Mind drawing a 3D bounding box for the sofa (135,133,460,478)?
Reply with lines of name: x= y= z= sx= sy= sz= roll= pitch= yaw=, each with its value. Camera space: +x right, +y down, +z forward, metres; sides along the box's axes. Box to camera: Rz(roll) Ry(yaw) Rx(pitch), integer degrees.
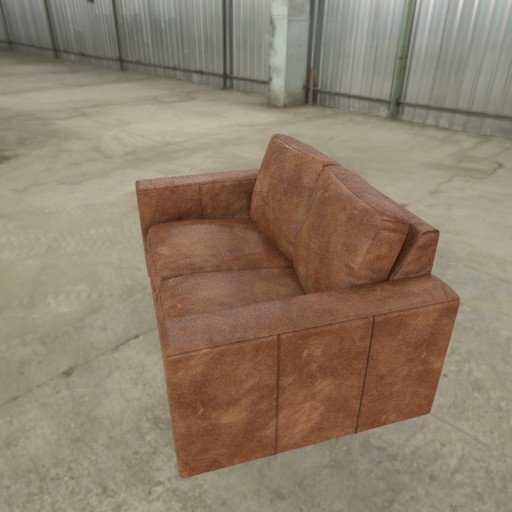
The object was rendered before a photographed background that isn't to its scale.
sofa: x=0.000 y=0.000 z=2.183 sx=1.041 sy=0.889 sz=1.626 roll=-8 pitch=30 yaw=-14
